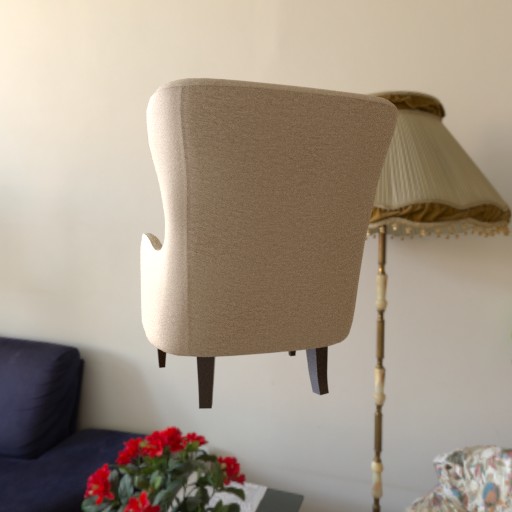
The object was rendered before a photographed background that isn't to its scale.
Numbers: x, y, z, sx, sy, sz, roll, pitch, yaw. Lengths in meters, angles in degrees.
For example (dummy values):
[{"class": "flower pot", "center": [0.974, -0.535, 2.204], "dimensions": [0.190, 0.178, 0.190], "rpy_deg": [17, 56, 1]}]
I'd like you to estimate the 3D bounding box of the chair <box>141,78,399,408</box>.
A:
[{"class": "chair", "center": [0.000, 0.000, 1.752], "dimensions": [0.861, 1.064, 0.984], "rpy_deg": [-1, 3, -18]}]
